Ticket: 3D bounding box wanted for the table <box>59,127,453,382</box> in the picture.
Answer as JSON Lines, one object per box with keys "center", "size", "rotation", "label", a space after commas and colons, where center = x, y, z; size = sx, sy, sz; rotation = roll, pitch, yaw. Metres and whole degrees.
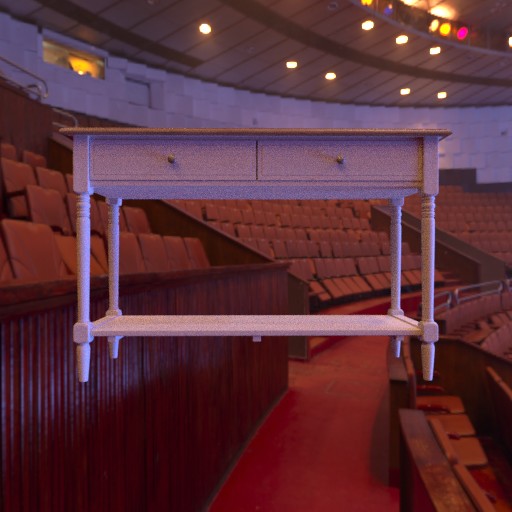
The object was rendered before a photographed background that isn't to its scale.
{"center": [0.000, 0.000, 1.574], "size": [1.219, 0.800, 0.399], "rotation": [0, 0, -1], "label": "table"}
